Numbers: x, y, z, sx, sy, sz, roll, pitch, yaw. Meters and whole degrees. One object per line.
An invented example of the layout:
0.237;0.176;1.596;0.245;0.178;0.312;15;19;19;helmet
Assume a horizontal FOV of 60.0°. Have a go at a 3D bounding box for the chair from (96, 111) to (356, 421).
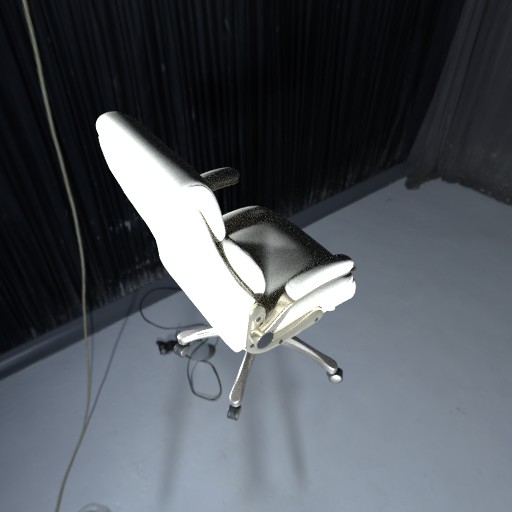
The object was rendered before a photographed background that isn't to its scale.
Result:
0.000;0.000;1.630;0.794;1.110;0.740;-28;49;-28;chair
